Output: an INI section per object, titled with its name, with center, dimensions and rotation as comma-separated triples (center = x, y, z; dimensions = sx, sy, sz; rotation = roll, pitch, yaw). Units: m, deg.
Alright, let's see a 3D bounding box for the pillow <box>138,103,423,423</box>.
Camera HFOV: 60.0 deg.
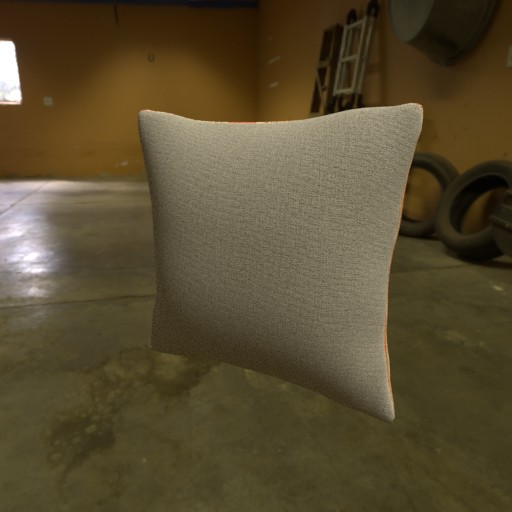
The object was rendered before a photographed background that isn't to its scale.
[pillow]
center = 0.000, 0.000, 0.654
dimensions = 0.437, 0.419, 0.136
rotation = 9, 18, 28
